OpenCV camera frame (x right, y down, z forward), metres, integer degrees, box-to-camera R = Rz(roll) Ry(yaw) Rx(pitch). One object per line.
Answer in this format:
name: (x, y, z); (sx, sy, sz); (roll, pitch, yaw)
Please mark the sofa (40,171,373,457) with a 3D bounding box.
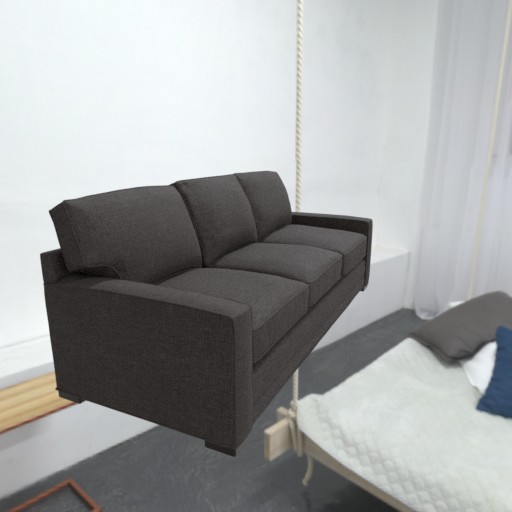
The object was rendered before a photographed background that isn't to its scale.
sofa: (0.000, 0.000, 2.825); (1.004, 0.978, 2.369); (7, 16, 25)
